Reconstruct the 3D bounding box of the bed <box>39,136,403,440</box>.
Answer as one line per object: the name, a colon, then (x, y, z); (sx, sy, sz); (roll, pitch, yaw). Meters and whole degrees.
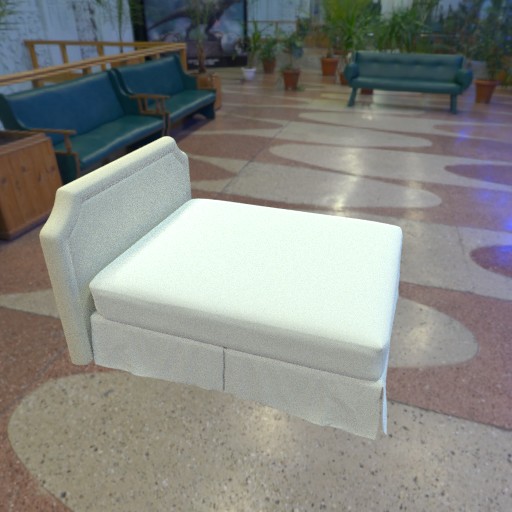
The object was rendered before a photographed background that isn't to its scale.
bed: (0.000, 0.000, 3.331); (2.209, 1.296, 1.827); (10, 31, 16)
